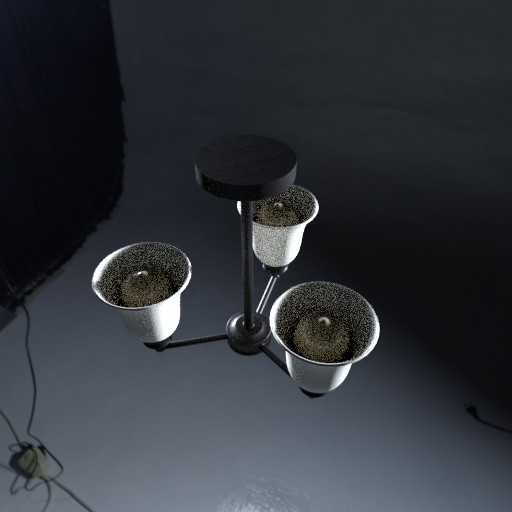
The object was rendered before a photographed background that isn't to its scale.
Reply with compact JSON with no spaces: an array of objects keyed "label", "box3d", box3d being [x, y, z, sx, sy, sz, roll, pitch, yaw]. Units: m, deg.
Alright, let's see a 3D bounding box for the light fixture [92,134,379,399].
[{"label":"light fixture","box3d":[0.000,0.000,0.671,0.388,0.370,0.354,13,43,14]}]
